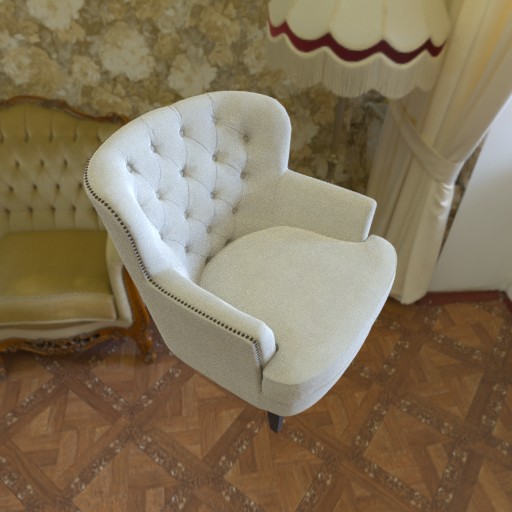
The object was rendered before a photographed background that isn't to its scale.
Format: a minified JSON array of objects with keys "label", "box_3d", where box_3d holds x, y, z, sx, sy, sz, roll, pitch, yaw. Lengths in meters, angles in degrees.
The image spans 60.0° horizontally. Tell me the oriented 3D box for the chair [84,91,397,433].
[{"label":"chair","box_3d":[0.000,0.000,1.586,0.906,0.868,0.848,24,47,25]}]
